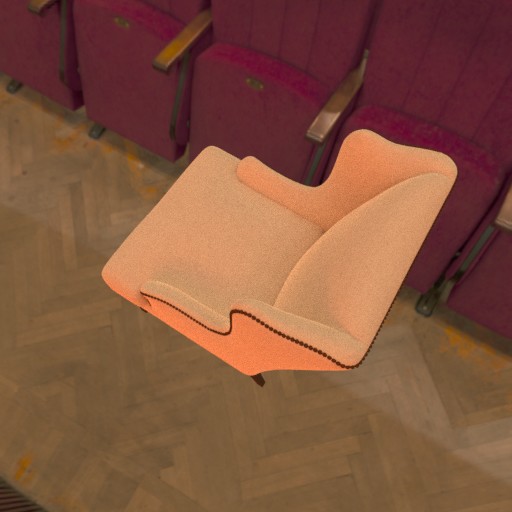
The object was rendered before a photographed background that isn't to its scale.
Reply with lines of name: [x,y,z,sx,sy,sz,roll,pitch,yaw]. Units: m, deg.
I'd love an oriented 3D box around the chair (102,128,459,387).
chair: [0.000,0.000,1.639,0.940,1.029,0.737,29,67,13]
